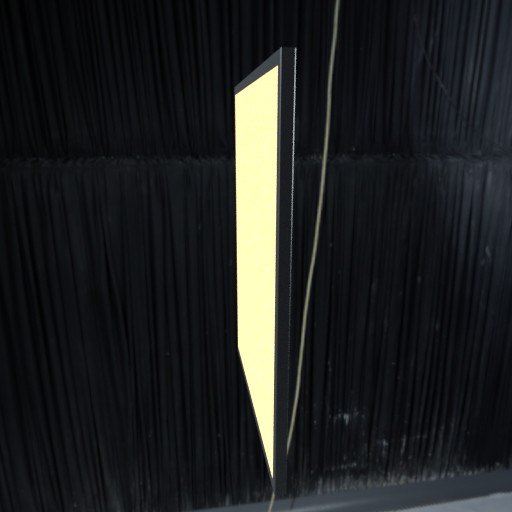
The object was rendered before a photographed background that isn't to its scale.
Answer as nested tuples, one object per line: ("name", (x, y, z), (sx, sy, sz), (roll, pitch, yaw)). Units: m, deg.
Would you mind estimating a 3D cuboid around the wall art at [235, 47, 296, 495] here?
("wall art", (0.000, 0.000, 1.339), (0.030, 1.027, 0.774), (-2, 16, -9))
